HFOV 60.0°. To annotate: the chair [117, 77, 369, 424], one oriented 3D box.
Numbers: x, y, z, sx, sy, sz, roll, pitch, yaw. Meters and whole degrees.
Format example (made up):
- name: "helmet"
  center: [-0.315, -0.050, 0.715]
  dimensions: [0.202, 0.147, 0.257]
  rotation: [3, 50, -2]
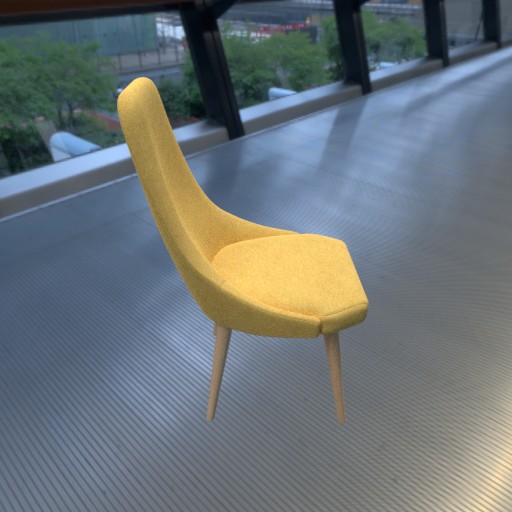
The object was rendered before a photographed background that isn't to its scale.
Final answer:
- name: "chair"
  center: [0.000, 0.000, 1.406]
  dimensions: [0.660, 1.040, 0.510]
  rotation: [-1, 32, -2]
